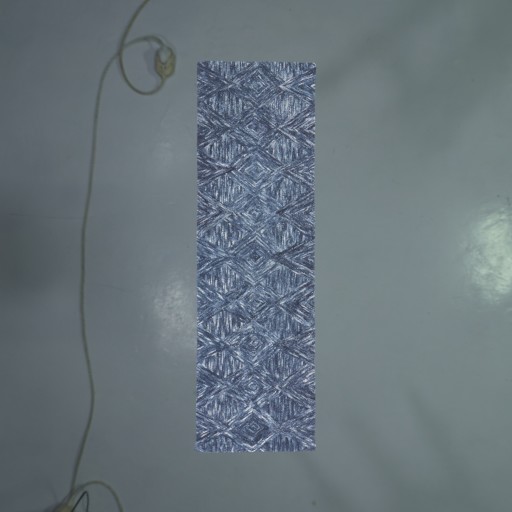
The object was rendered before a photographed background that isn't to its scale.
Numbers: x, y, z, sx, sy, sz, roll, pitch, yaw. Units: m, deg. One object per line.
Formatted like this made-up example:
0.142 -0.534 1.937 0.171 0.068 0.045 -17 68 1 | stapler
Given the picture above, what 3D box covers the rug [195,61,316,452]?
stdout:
0.000 0.000 2.618 0.719 0.013 2.306 0 90 -2 | rug
